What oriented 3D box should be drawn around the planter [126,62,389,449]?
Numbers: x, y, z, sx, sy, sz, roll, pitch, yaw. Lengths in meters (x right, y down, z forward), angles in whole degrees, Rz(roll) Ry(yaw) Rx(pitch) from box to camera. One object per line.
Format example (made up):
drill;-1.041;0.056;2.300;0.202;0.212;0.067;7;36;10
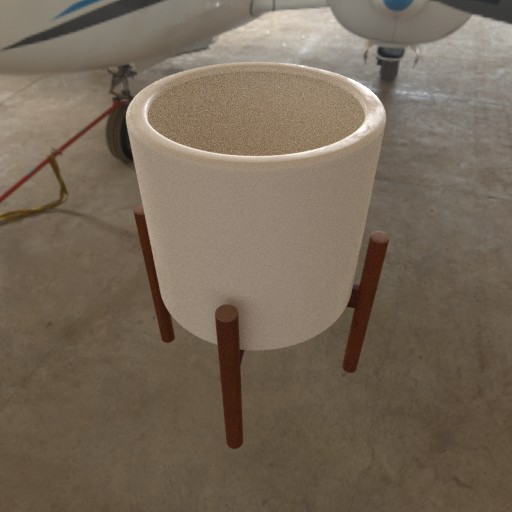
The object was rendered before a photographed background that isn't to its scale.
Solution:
planter;0.000;0.000;0.505;0.224;0.358;0.224;-24;46;-25
